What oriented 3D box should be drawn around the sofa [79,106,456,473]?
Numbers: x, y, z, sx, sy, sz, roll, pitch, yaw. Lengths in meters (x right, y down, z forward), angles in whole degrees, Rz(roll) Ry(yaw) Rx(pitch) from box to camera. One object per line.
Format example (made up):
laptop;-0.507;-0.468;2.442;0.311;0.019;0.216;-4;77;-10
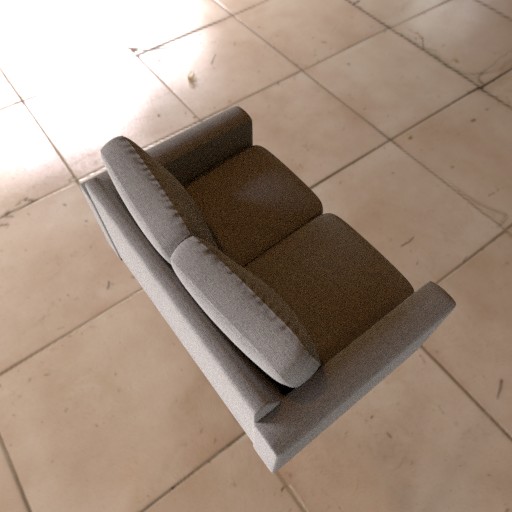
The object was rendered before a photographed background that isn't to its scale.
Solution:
sofa;0.000;0.000;1.958;0.917;0.873;1.420;-33;64;-19
